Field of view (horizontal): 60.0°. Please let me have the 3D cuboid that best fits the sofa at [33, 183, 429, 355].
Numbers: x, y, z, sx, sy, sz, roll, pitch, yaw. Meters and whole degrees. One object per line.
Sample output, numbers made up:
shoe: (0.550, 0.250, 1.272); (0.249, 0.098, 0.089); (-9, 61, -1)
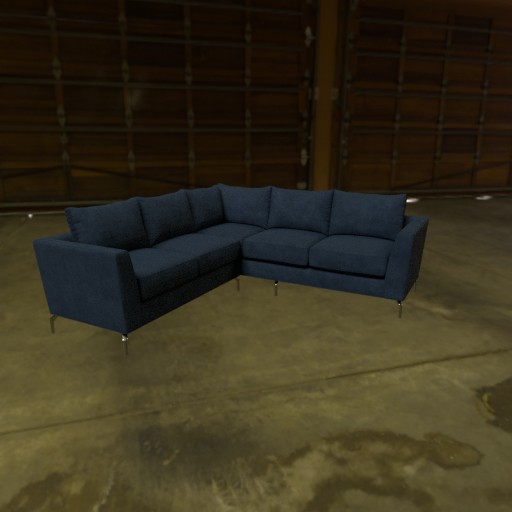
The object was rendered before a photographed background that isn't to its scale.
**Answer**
sofa: (0.000, 0.000, 3.840); (2.463, 0.988, 2.472); (8, 17, 27)
